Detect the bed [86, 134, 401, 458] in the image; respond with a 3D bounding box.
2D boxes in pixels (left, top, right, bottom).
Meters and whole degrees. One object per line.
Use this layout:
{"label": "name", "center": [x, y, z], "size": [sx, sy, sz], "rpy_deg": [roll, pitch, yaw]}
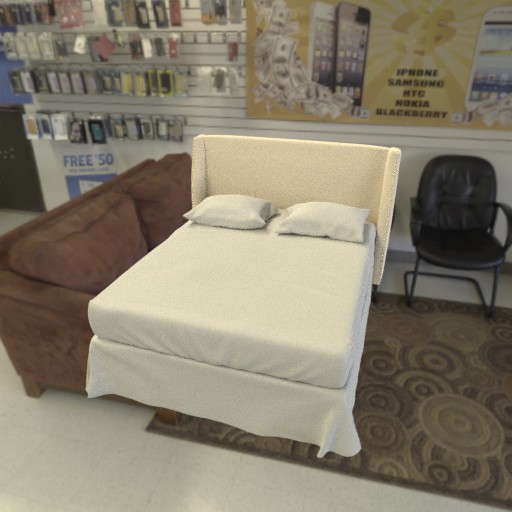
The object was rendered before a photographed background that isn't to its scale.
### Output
{"label": "bed", "center": [0.000, 0.000, 3.409], "size": [1.925, 1.332, 2.276], "rpy_deg": [8, 28, 16]}
